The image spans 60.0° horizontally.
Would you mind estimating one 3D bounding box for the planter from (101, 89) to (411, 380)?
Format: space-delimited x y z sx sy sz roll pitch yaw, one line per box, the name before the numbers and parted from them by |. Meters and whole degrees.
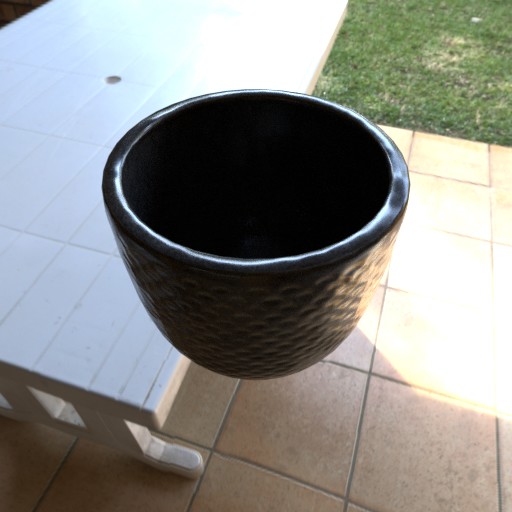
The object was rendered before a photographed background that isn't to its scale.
planter | 0.000 0.000 0.308 0.172 0.160 0.172 0 47 0
